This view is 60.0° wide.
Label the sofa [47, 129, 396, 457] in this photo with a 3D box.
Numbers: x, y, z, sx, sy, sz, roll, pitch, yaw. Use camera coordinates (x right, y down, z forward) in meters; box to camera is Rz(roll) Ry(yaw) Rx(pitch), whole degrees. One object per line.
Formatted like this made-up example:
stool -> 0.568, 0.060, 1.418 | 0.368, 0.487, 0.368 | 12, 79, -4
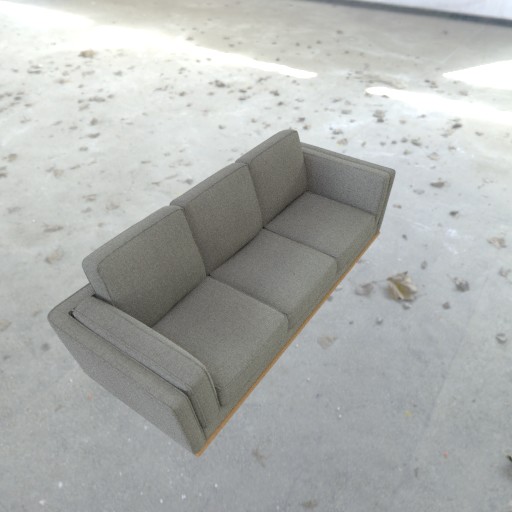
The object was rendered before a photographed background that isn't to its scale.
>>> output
sofa -> 0.000, 0.000, 2.823 | 0.903, 0.899, 2.362 | 24, 46, 26
